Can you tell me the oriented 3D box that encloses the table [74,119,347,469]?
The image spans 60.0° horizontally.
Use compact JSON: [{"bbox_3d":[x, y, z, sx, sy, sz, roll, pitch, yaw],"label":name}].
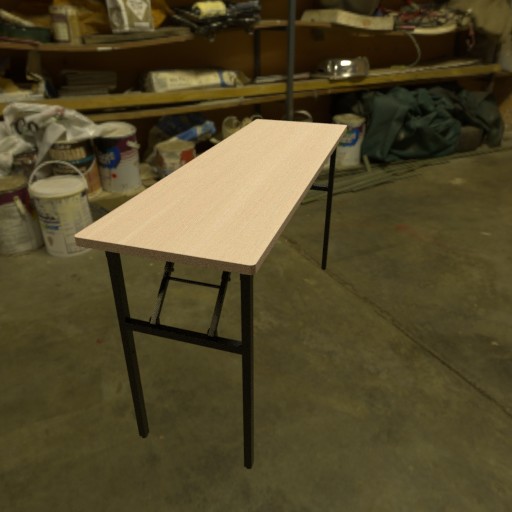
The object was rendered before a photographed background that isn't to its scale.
[{"bbox_3d":[0.000,0.000,1.733,0.447,0.750,1.397,9,30,16],"label":"table"}]
